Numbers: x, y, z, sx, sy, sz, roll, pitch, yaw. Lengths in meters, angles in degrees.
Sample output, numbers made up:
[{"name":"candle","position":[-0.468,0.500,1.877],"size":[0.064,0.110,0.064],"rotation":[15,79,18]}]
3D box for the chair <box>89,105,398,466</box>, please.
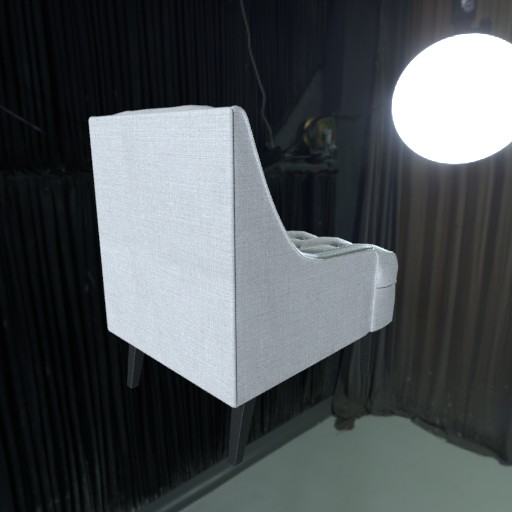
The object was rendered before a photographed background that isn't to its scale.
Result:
[{"name":"chair","position":[0.000,0.000,1.453],"size":[0.772,0.891,0.658],"rotation":[-14,20,-43]}]
